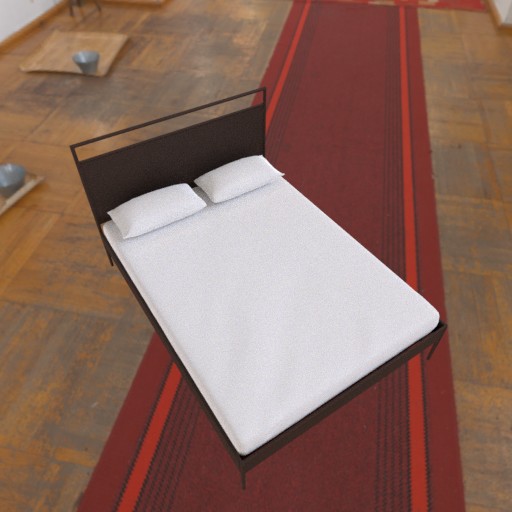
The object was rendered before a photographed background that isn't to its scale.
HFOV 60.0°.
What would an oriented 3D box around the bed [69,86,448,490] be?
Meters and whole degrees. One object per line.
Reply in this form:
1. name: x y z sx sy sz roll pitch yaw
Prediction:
1. bed: 0.000 0.000 3.040 1.572 1.173 2.122 -25 51 -22
